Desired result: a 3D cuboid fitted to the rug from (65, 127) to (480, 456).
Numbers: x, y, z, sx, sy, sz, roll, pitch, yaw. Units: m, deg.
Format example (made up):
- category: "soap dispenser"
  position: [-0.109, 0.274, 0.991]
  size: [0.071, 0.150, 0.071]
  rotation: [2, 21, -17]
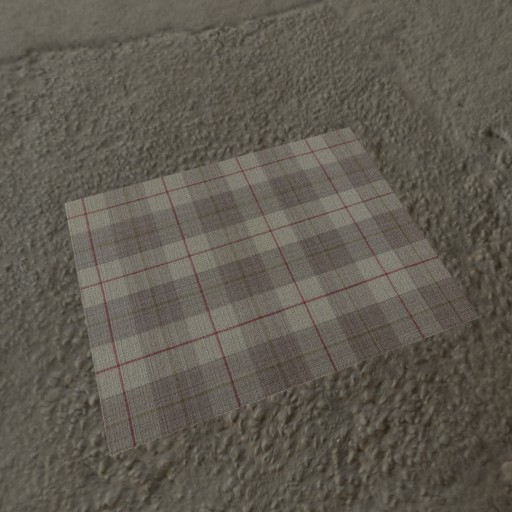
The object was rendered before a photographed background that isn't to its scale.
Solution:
- category: "rug"
  position: [0.000, 0.000, 3.850]
  size: [2.959, 0.016, 2.317]
  rotation: [-17, 60, -10]
